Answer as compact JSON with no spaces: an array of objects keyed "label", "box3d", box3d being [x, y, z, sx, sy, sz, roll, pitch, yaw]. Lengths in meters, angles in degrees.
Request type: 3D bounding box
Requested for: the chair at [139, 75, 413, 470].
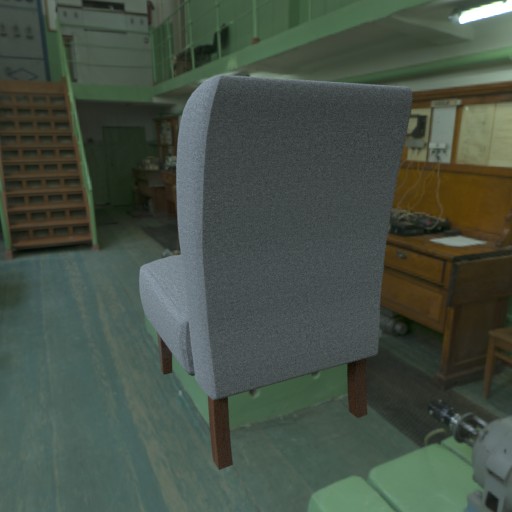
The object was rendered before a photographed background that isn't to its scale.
[{"label":"chair","box3d":[0.000,0.000,1.165,0.513,0.804,0.592,-8,17,-27]}]
